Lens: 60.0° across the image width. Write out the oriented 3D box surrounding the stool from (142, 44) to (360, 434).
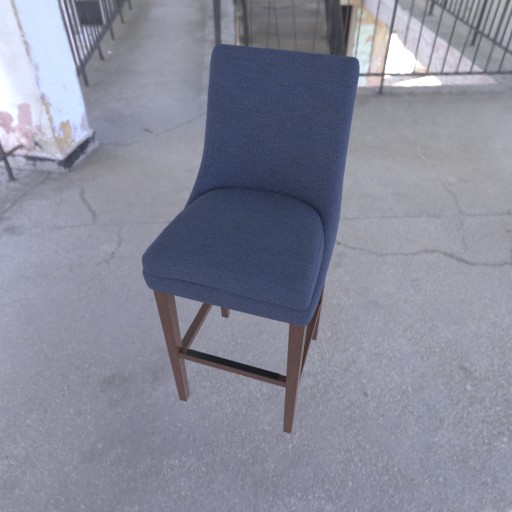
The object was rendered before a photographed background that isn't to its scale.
[{"bbox_3d":[0.000,0.000,1.386,0.470,1.078,0.577,12,43,13],"label":"stool"}]
